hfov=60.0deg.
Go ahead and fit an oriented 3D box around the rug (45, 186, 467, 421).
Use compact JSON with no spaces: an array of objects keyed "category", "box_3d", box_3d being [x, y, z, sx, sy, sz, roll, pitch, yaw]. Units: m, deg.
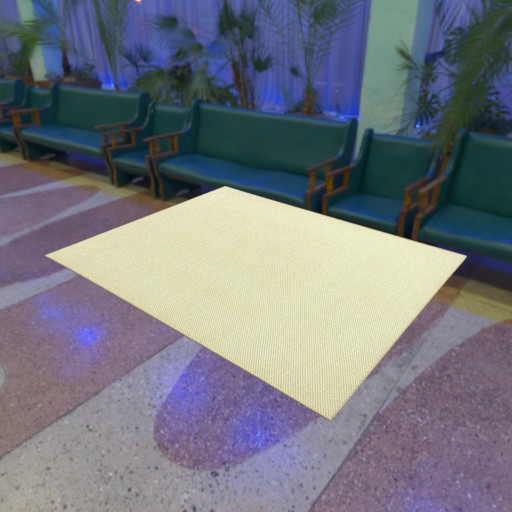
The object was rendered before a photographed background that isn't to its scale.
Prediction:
[{"category":"rug","box_3d":[0.000,0.000,4.098,3.039,0.018,2.462,21,35,34]}]
